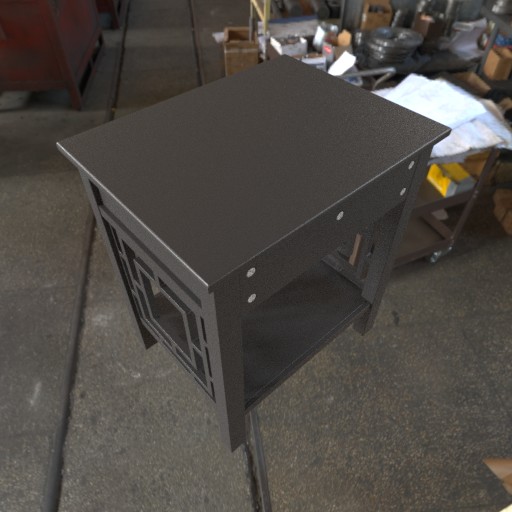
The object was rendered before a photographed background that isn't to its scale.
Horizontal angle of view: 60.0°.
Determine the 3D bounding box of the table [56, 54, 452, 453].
[{"bbox_3d":[0.000,0.000,1.034,0.564,0.646,0.451,-33,55,-27],"label":"table"}]
